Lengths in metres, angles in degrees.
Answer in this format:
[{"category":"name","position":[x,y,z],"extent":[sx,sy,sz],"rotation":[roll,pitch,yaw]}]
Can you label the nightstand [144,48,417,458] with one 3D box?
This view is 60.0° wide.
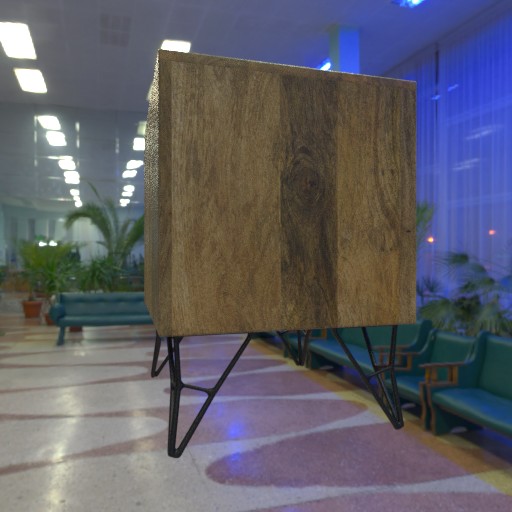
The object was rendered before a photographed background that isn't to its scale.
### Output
[{"category":"nightstand","position":[0.000,0.000,0.869],"extent":[0.406,0.559,0.457],"rotation":[0,0,-16]}]
